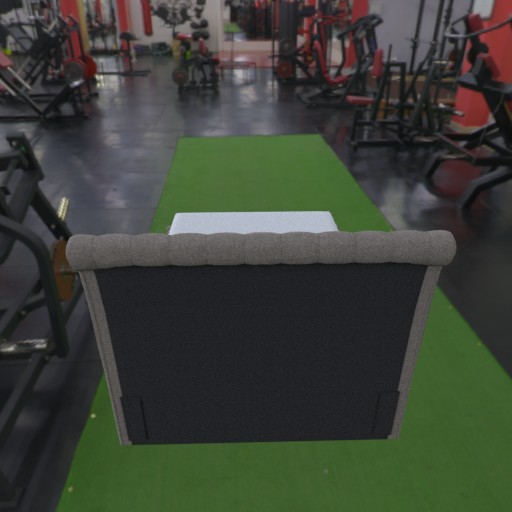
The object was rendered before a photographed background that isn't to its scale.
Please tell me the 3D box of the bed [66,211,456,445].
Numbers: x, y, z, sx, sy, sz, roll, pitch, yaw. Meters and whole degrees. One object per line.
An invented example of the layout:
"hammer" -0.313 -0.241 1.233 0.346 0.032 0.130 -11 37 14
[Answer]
"bed" 0.000 0.000 3.145 1.645 1.371 2.252 -1 29 -1
